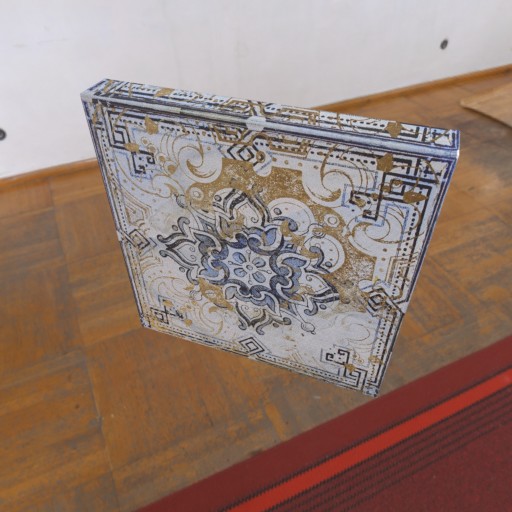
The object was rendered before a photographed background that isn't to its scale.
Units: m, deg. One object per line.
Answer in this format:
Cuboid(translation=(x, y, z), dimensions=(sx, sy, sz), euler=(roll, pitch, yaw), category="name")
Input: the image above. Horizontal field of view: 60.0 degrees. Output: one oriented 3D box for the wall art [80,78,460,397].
Cuboid(translation=(0.000, 0.000, 0.449), dimensions=(0.302, 0.306, 0.038), euler=(14, 44, 15), category="wall art")
